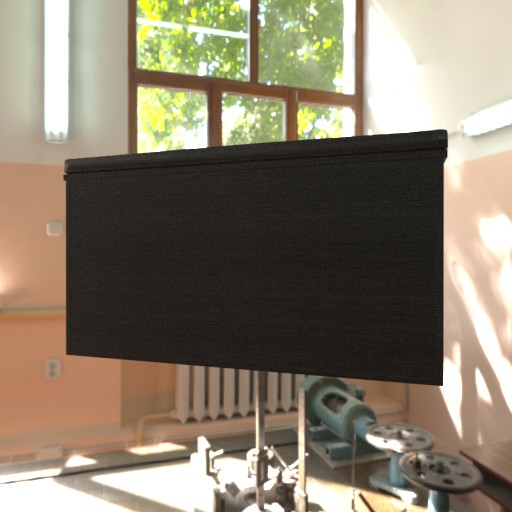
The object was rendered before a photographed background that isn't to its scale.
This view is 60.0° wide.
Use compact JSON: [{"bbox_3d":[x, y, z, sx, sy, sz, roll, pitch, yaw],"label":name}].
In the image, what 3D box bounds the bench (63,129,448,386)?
[{"bbox_3d":[0.000,0.000,1.179,0.905,0.501,0.401,0,0,18],"label":"bench"}]
